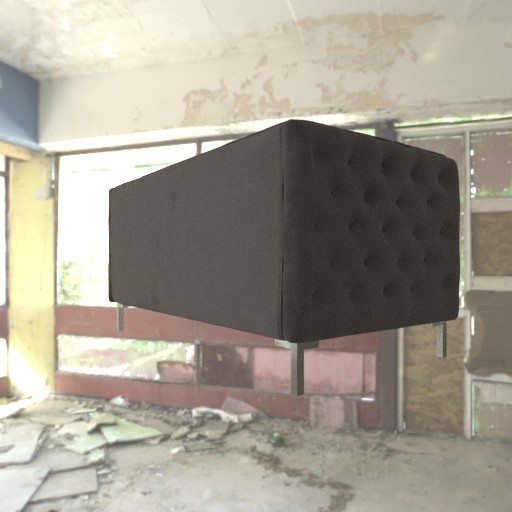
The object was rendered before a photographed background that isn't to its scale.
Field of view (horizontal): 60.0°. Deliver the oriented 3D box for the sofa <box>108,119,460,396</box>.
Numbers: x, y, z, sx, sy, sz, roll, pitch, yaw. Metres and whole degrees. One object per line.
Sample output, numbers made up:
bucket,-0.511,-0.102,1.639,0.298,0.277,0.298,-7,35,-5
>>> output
sofa,0.000,0.000,2.104,0.909,0.810,1.583,0,-1,-37
